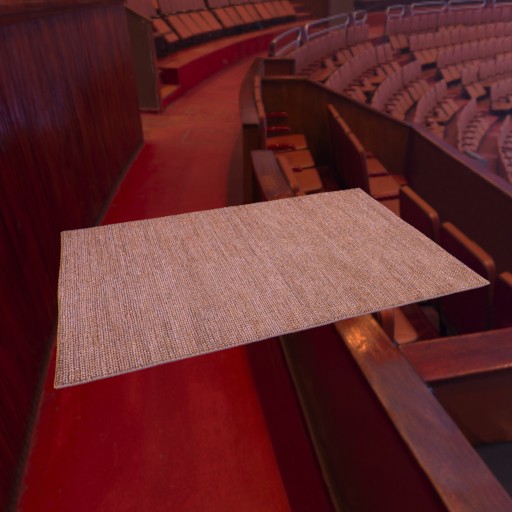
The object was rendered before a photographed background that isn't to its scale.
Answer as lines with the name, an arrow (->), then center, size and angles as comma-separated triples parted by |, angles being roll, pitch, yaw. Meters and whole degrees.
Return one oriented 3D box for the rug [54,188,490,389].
rug -> 0.000, 0.000, 2.916 | 2.438, 0.034, 1.521 | -11, 33, -16
